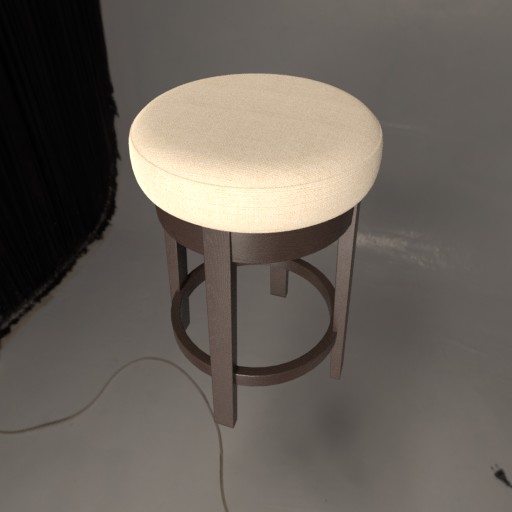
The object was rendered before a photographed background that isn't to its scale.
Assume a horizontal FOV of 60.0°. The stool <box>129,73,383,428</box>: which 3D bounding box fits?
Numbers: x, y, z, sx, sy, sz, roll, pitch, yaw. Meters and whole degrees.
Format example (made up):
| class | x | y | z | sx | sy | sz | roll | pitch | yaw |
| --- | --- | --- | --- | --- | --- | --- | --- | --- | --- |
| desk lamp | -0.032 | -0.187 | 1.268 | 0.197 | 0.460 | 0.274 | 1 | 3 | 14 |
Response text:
| class | x | y | z | sx | sy | sz | roll | pitch | yaw |
| --- | --- | --- | --- | --- | --- | --- | --- | --- | --- |
| stool | 0.000 | 0.000 | 0.947 | 0.449 | 0.655 | 0.449 | 0 | 41 | 0 |
